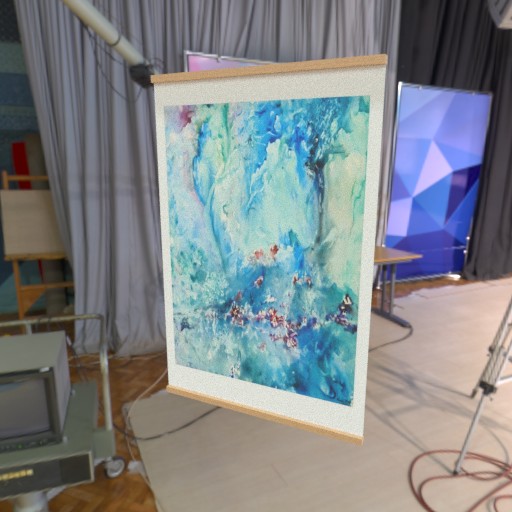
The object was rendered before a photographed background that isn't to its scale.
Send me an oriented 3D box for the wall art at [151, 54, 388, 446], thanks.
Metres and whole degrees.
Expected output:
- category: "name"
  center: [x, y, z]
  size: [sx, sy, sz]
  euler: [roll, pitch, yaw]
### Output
- category: "wall art"
  center: [0.000, 0.000, 0.767]
  size: [0.401, 0.611, 0.016]
  euler: [6, 15, 25]
